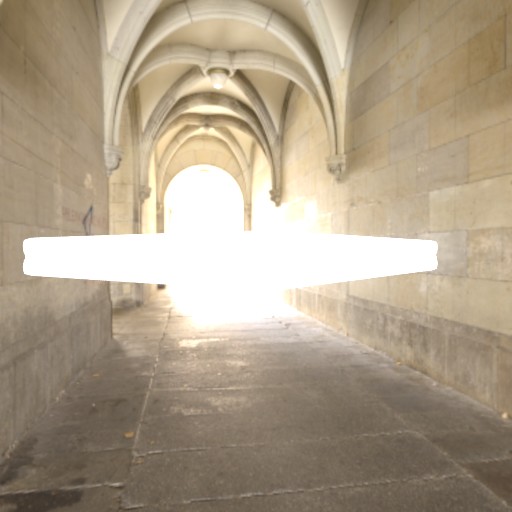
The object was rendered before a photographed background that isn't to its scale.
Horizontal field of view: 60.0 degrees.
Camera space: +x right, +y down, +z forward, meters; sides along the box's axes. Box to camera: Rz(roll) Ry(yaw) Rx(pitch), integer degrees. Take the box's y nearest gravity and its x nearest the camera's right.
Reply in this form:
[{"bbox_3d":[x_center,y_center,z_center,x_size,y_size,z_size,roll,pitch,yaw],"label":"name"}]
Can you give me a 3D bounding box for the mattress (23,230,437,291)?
[{"bbox_3d":[0.000,0.000,2.681,1.600,0.200,2.000,1,1,36],"label":"mattress"}]
